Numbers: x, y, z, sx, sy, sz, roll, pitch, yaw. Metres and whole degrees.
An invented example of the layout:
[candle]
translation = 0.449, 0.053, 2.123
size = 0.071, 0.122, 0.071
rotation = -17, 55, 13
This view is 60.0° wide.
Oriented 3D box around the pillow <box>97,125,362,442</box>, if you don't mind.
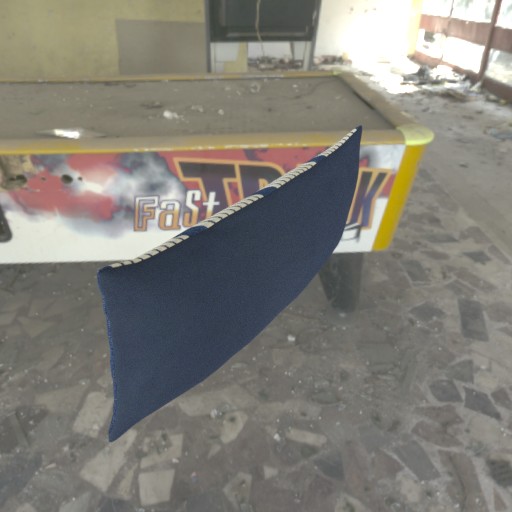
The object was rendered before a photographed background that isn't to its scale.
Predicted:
[pillow]
translation = 0.000, 0.000, 0.710
size = 0.156, 0.292, 0.608
rotation = 20, 37, 29
